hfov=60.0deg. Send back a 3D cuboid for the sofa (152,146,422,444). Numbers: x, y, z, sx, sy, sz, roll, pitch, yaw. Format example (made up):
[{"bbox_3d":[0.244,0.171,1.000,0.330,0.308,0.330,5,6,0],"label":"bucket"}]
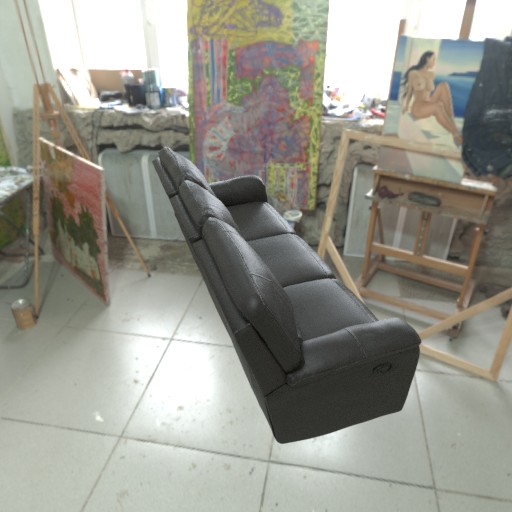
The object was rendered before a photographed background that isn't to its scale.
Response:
[{"bbox_3d":[0.000,0.000,3.284,1.104,1.134,2.627,-10,32,-17],"label":"sofa"}]
